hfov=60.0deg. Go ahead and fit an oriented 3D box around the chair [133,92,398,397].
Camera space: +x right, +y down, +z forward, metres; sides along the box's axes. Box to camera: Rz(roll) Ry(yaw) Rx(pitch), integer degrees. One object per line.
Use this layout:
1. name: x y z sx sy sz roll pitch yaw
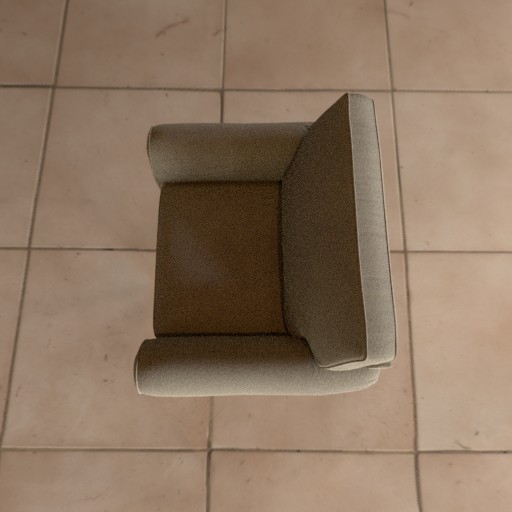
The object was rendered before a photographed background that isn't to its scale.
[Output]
1. chair: 0.000 0.000 1.917 0.939 1.044 1.147 -1 75 0
